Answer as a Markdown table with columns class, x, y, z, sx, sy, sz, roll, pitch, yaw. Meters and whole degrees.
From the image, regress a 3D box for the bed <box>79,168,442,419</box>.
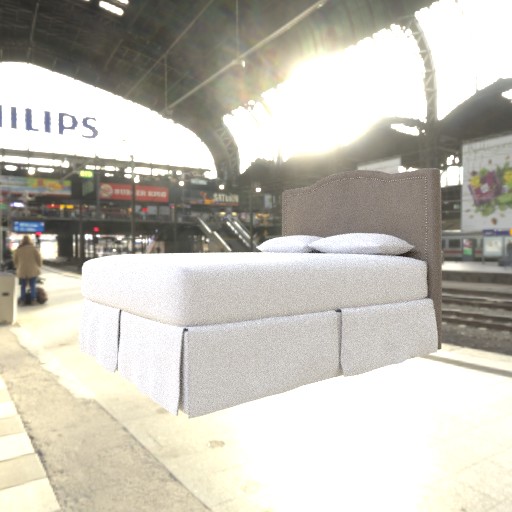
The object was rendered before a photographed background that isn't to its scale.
| class | x | y | z | sx | sy | sz | roll | pitch | yaw |
| --- | --- | --- | --- | --- | --- | --- | --- | --- | --- |
| bed | 0.000 | 0.000 | 3.234 | 2.128 | 1.441 | 1.744 | -1 | 1 | -37 |
